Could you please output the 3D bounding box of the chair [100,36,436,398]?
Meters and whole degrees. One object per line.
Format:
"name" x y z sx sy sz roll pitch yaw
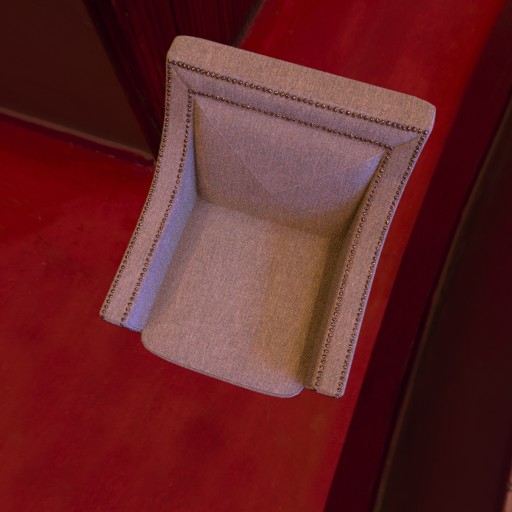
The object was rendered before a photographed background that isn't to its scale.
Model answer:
"chair" 0.000 0.000 1.577 0.776 0.967 0.884 17 75 5
